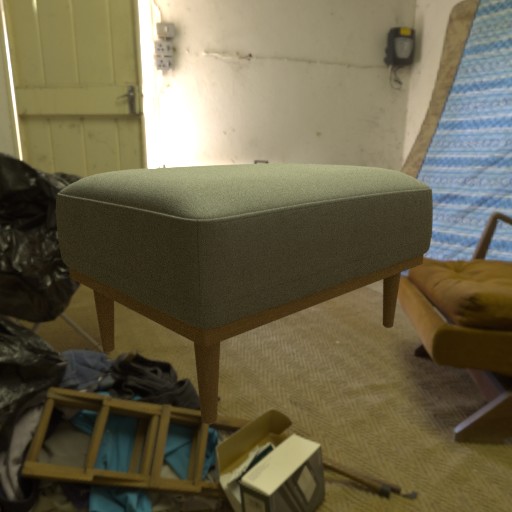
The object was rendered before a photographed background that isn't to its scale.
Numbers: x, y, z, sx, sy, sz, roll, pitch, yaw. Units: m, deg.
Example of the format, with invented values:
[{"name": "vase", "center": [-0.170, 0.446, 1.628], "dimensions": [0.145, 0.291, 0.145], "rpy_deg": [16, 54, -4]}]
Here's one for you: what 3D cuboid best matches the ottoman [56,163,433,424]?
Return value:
[{"name": "ottoman", "center": [0.000, 0.000, 1.071], "dimensions": [0.749, 0.428, 0.549], "rpy_deg": [-13, 19, -42]}]
